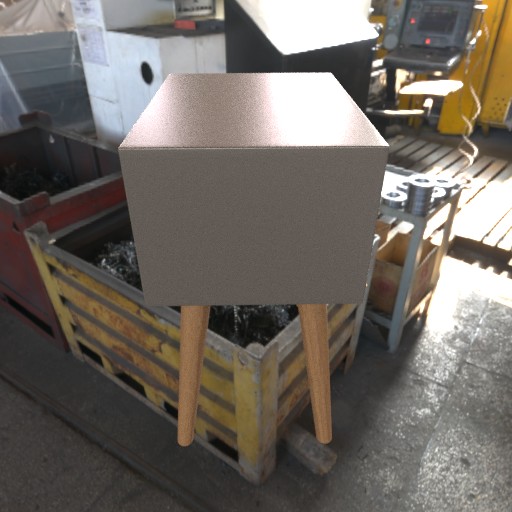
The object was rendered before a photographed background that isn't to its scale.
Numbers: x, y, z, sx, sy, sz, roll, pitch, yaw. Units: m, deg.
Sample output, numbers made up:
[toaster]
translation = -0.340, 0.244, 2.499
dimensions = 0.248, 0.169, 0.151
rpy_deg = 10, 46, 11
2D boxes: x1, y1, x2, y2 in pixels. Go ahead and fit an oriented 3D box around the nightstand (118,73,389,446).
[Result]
[nightstand]
translation = 0.000, 0.000, 0.745
dimensions = 0.288, 0.508, 0.370
rpy_deg = -1, 33, -1
